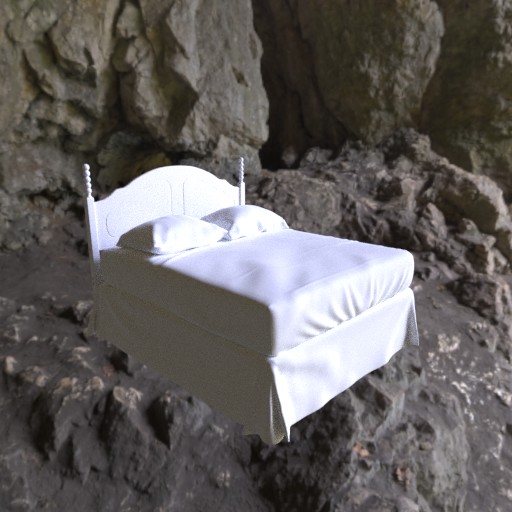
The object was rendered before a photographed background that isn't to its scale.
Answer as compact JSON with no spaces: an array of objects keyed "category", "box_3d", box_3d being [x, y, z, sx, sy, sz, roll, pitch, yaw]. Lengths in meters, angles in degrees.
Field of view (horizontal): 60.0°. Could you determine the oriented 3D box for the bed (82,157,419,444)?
[{"category":"bed","box_3d":[0.000,0.000,3.357,2.040,1.356,1.873,14,20,42]}]
